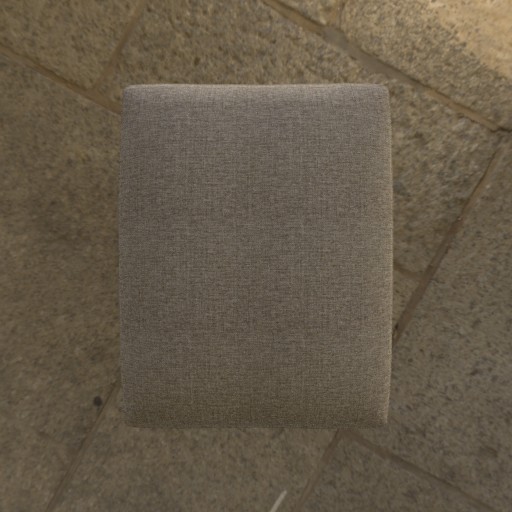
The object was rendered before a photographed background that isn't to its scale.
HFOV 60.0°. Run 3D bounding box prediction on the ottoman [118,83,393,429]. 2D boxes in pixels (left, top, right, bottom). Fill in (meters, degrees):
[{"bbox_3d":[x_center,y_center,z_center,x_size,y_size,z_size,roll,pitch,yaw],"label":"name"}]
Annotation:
[{"bbox_3d":[0.000,0.000,1.120,0.584,0.513,0.741,0,91,0],"label":"ottoman"}]
